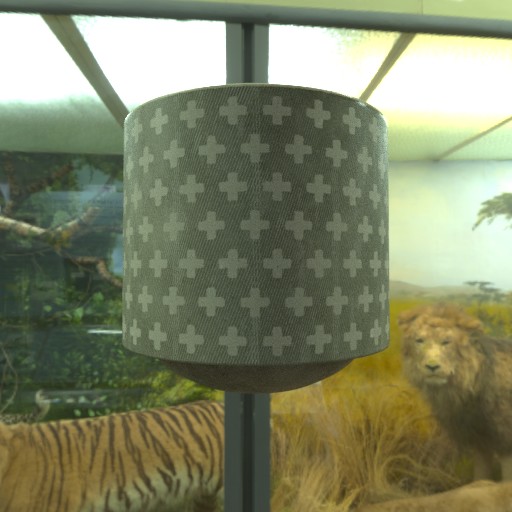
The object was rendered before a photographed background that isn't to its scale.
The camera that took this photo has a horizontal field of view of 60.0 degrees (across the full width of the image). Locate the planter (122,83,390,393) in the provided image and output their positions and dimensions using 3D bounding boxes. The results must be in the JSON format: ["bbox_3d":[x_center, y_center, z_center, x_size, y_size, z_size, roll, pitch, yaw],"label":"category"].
[{"bbox_3d":[0.000,0.000,0.330,0.190,0.181,0.190,0,-2,0],"label":"planter"}]
